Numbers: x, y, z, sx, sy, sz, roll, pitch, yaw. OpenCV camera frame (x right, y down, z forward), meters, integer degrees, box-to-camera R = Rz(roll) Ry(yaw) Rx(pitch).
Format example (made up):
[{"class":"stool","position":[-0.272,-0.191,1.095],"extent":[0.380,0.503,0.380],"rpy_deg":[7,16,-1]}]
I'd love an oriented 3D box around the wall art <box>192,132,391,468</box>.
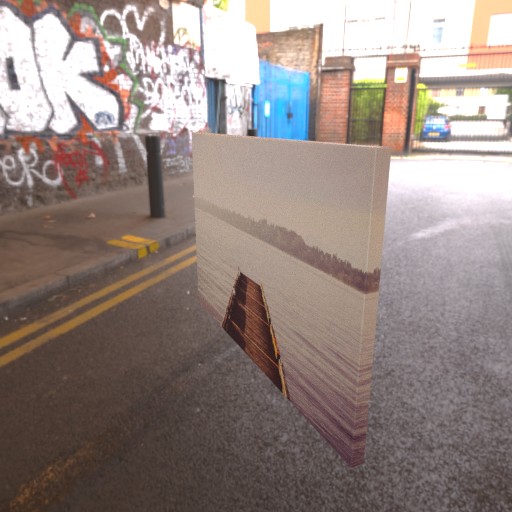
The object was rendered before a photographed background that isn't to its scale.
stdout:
[{"class":"wall art","position":[0.000,0.000,0.789],"extent":[0.021,0.410,0.615],"rpy_deg":[-8,19,-25]}]
